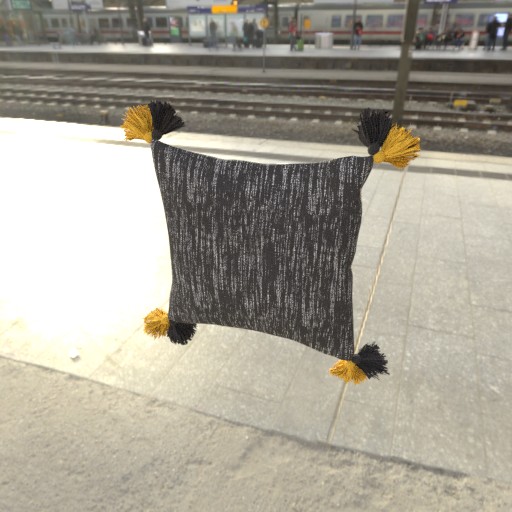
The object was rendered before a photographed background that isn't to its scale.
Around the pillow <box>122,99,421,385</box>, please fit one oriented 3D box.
[{"bbox_3d":[0.000,0.000,0.998,0.654,0.659,0.139,9,28,16],"label":"pillow"}]
